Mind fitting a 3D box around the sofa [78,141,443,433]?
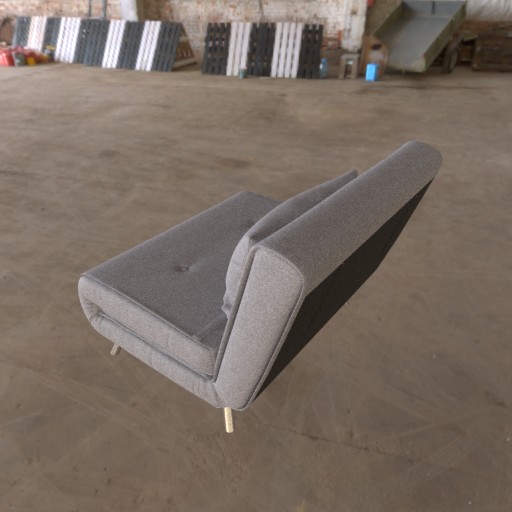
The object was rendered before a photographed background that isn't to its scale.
[{"bbox_3d":[0.000,0.000,1.746,1.000,0.825,1.020,21,38,31],"label":"sofa"}]
